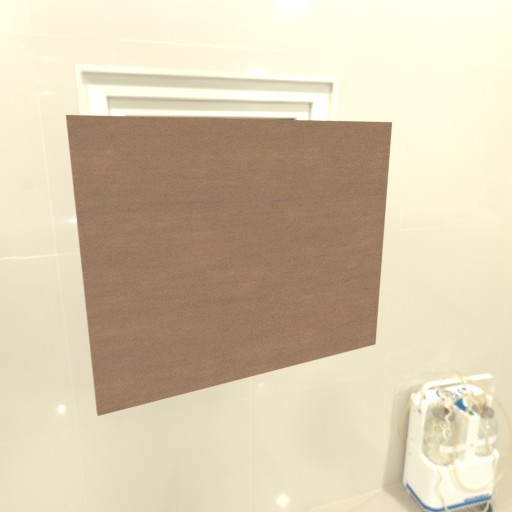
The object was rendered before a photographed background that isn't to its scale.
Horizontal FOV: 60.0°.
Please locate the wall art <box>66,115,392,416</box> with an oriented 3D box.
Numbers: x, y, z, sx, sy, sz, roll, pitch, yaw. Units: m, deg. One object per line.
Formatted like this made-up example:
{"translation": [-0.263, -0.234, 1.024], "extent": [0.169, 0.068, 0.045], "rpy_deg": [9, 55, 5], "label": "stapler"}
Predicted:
{"translation": [0.000, 0.000, 0.692], "extent": [0.508, 0.408, 0.010], "rpy_deg": [-7, 16, -26], "label": "wall art"}
